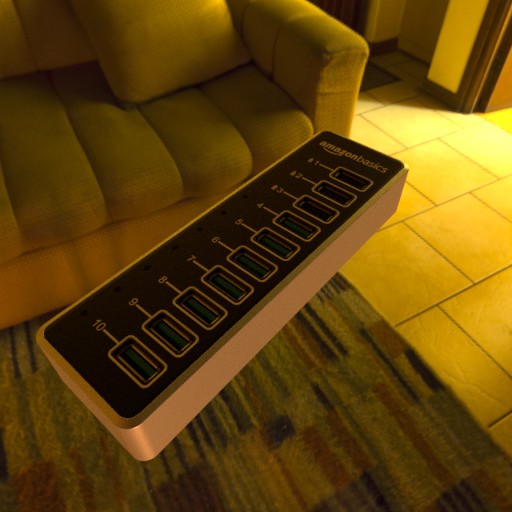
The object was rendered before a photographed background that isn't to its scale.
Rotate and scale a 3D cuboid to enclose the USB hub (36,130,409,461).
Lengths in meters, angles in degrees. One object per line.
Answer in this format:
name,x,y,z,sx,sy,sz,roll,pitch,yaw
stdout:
USB hub,0.000,0.000,0.161,0.044,0.023,0.145,32,55,27
